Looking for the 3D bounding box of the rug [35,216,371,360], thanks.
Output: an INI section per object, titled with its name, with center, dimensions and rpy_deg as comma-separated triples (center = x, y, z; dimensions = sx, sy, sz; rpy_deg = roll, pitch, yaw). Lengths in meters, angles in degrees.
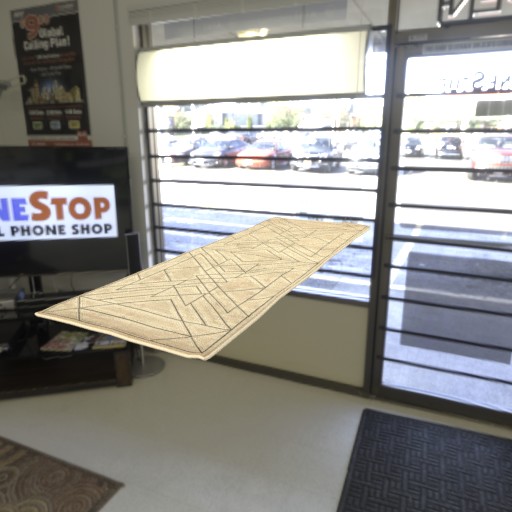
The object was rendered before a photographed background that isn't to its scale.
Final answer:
[rug]
center = 0.000, 0.000, 2.650
dimensions = 0.831, 0.036, 2.381
rpy_deg = 8, 18, 26
